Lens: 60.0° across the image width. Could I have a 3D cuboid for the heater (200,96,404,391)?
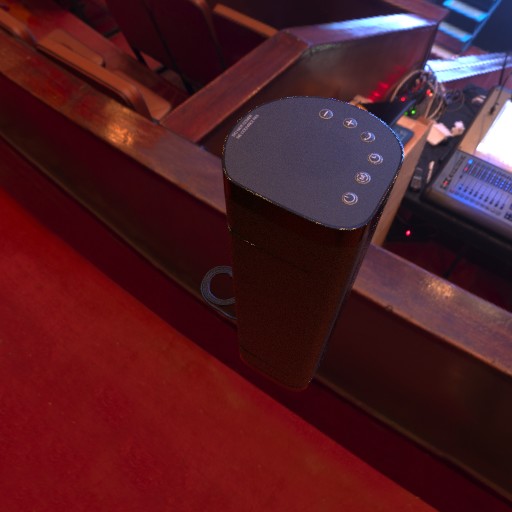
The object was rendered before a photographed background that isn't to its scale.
[{"bbox_3d":[0.000,0.000,0.697,0.312,0.552,0.174,28,63,16],"label":"heater"}]
